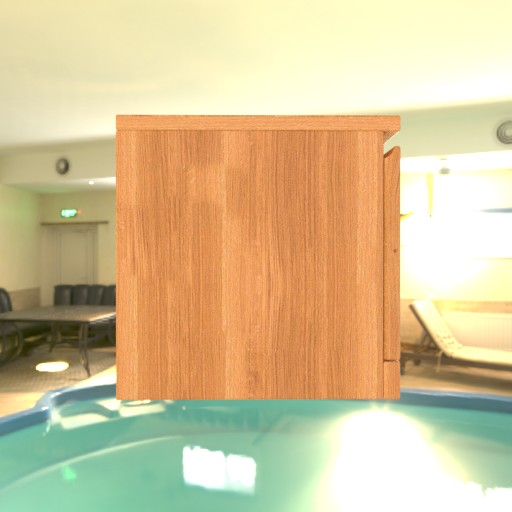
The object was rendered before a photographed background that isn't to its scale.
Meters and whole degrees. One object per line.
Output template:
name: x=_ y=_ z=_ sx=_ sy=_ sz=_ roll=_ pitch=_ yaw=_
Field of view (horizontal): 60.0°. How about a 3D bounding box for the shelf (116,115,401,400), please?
shelf: x=0.000 y=0.000 z=1.021 sx=0.400 sy=0.400 sz=0.800 roll=0 pitch=0 yaw=-1
